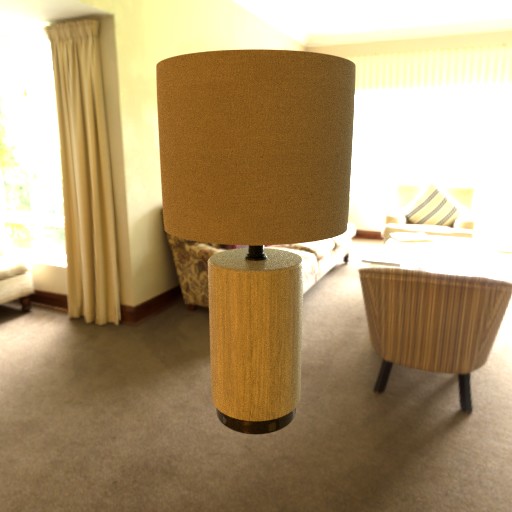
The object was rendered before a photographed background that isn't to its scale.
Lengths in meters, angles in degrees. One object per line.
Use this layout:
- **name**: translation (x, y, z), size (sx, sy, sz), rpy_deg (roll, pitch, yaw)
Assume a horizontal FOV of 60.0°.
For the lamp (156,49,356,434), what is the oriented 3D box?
- **lamp**: translation (0.000, 0.000, 0.567), size (0.228, 0.444, 0.228), rpy_deg (-7, 16, -24)
